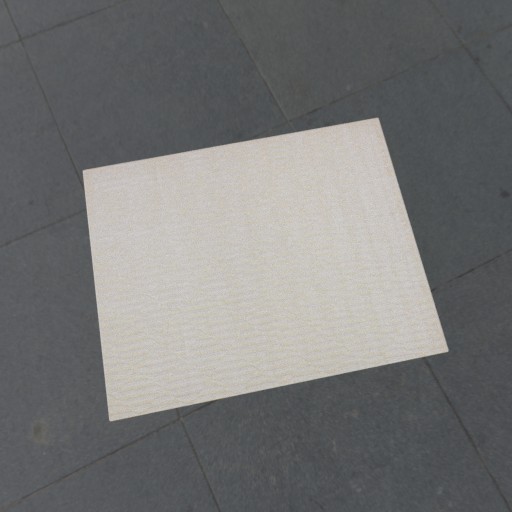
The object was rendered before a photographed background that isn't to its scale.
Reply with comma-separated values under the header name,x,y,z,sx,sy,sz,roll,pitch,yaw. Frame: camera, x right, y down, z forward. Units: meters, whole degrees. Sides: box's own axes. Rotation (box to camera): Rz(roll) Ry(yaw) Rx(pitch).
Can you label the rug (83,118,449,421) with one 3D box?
name,x,y,z,sx,sy,sz,roll,pitch,yaw
rug,0.000,0.000,4.204,3.055,0.021,2.410,-11,76,-3
